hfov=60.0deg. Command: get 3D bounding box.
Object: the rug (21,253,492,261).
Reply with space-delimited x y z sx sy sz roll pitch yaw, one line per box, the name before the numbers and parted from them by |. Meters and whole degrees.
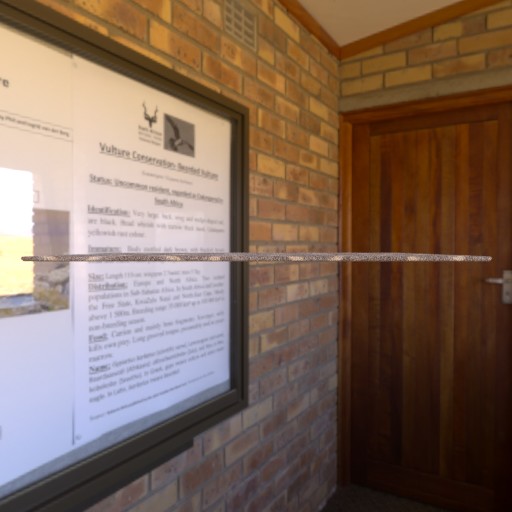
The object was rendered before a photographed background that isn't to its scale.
rug | 0.000 0.000 2.945 2.348 0.025 1.501 0 1 0
